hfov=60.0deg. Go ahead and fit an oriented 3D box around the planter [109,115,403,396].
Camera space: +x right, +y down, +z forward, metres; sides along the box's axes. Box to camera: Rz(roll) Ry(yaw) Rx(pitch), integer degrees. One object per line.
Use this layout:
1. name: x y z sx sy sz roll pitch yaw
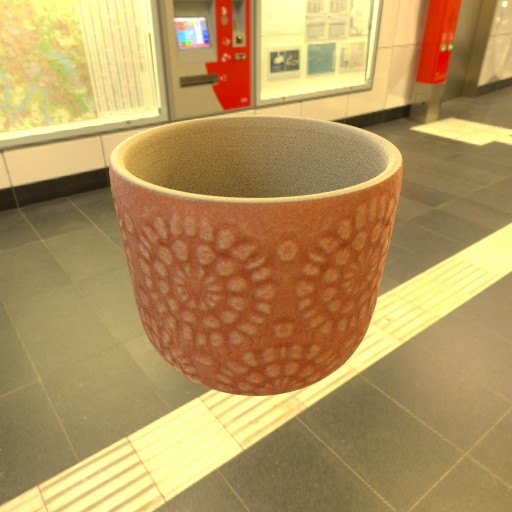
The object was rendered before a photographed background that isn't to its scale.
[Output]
1. planter: 0.000 0.000 0.218 0.124 0.109 0.124 0 30 0
